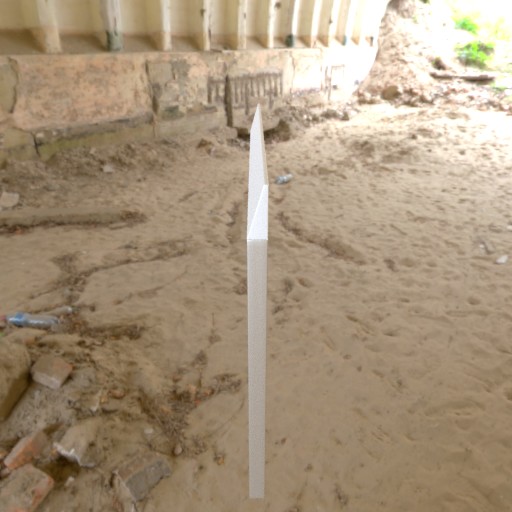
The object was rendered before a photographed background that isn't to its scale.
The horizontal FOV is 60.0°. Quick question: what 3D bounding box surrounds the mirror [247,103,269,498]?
[{"bbox_3d":[0.000,0.000,1.118,0.030,0.630,0.870,0,26,0],"label":"mirror"}]
